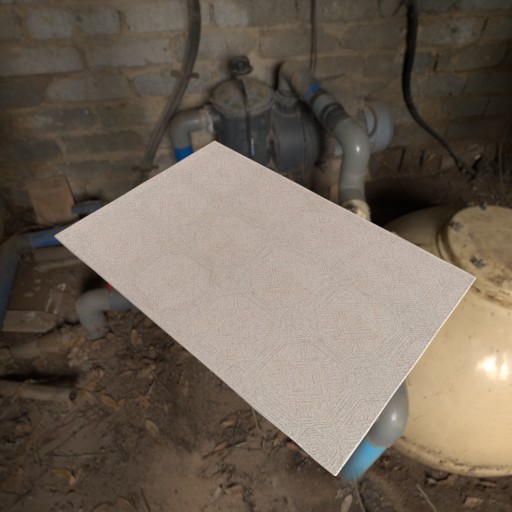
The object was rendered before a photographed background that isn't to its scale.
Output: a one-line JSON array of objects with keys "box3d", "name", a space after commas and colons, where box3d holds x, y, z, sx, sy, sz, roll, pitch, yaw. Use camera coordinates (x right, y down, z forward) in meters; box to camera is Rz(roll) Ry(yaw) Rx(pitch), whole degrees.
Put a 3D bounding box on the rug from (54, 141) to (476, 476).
[{"box3d": [0.000, 0.000, 2.301, 1.839, 0.009, 1.236, 33, 55, 27], "name": "rug"}]
